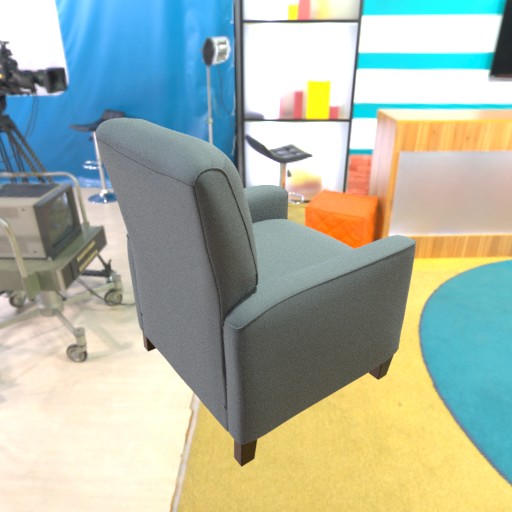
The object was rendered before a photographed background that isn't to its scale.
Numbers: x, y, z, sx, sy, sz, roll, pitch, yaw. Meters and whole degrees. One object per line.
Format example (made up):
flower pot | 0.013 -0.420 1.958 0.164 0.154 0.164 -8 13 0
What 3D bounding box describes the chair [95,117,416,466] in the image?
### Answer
chair | 0.000 0.000 1.643 0.846 1.007 0.853 -18 32 -32
